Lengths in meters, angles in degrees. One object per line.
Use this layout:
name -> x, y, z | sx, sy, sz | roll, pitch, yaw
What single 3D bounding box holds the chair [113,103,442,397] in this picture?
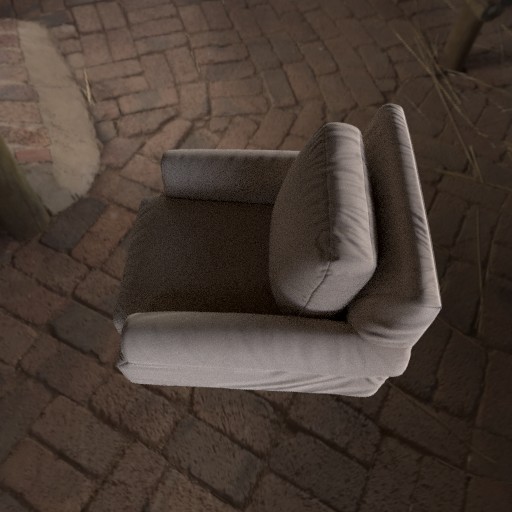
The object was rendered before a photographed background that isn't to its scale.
chair -> 0.000, 0.000, 1.717 | 1.066, 0.866, 0.940 | 2, 57, 2
